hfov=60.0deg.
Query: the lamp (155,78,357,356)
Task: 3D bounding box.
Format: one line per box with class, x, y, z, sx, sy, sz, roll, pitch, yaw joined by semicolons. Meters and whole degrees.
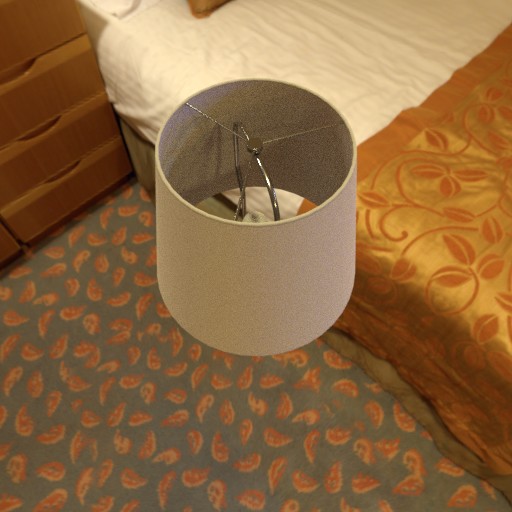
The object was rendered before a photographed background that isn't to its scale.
lamp;0.000;0.000;0.563;0.254;0.392;0.254;0;59;0
